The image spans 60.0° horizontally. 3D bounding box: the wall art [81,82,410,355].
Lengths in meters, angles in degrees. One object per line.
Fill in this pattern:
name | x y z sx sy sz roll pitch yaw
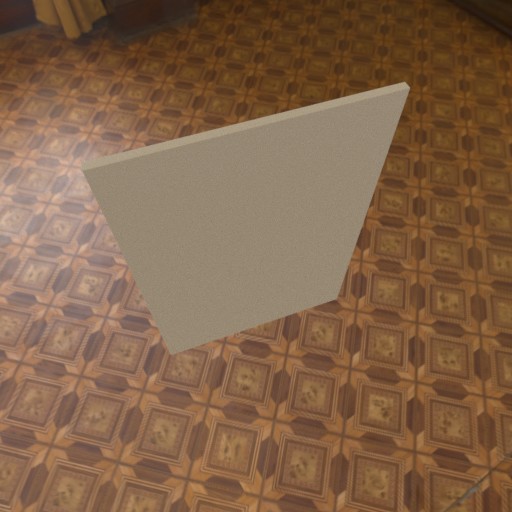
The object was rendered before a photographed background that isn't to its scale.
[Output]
wall art | 0.000 0.000 0.618 0.325 0.474 0.010 -17 60 -10
